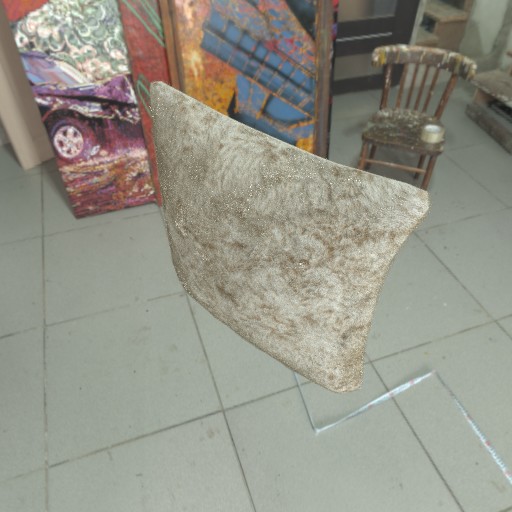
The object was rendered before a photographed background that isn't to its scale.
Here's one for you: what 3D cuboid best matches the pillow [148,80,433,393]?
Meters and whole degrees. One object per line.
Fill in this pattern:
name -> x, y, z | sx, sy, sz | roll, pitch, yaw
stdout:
pillow -> 0.000, 0.000, 0.833 | 0.538, 0.525, 0.216 | 31, 52, 28
